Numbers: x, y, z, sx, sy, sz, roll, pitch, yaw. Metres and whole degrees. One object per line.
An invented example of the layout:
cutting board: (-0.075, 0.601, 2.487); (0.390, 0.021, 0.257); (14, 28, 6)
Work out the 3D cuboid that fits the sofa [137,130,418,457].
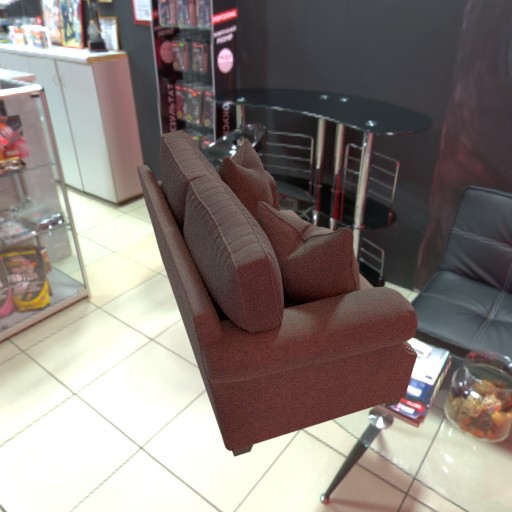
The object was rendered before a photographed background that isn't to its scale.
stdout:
sofa: (0.000, 0.000, 2.309); (0.966, 0.966, 1.701); (-10, 32, -17)
